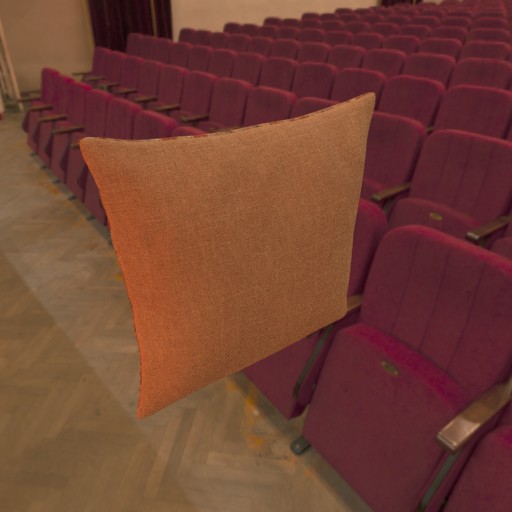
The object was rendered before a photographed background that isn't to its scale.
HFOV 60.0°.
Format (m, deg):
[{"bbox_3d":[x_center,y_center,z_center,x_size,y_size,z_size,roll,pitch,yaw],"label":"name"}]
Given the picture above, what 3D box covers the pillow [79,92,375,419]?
[{"bbox_3d":[0.000,0.000,0.788,0.523,0.506,0.166,-20,36,-30],"label":"pillow"}]
